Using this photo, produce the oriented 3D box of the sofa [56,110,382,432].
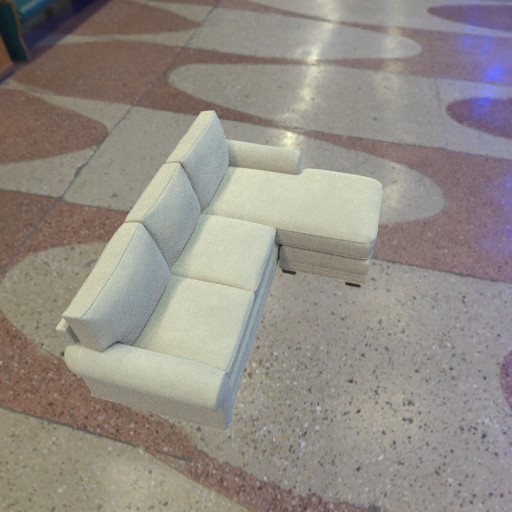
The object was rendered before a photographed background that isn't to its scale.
[{"bbox_3d":[0.000,0.000,2.349,1.226,0.734,1.770,11,48,10],"label":"sofa"}]
